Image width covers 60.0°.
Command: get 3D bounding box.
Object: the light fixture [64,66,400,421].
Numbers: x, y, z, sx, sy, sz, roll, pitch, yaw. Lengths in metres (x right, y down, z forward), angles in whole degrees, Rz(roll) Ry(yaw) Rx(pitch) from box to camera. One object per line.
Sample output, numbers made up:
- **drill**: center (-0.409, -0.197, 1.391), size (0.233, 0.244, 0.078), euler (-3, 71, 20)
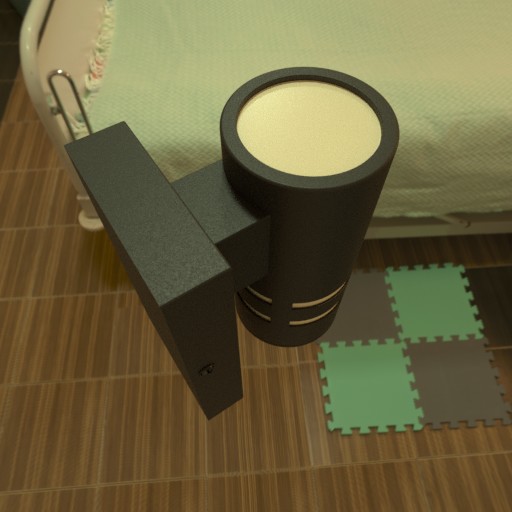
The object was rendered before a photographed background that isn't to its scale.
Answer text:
- **light fixture**: center (0.000, 0.000, 0.266), size (0.138, 0.179, 0.098), euler (-29, 62, -17)
